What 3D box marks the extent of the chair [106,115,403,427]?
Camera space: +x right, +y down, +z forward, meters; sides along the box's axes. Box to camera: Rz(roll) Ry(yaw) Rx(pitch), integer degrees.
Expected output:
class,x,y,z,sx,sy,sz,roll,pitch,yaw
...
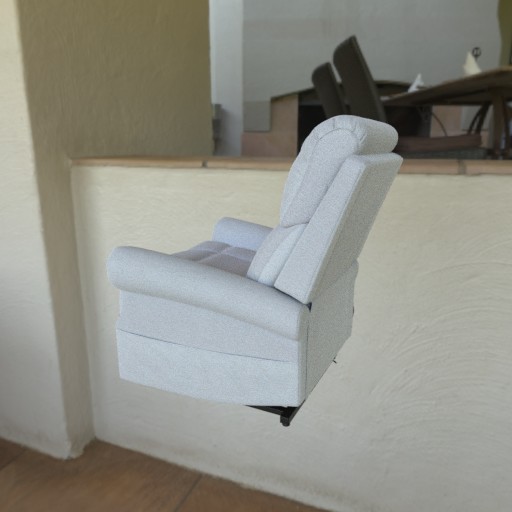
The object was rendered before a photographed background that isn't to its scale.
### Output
class,x,y,z,sx,sy,sz,roll,pitch,yaw
chair,0.000,0.000,1.770,0.979,1.031,0.871,7,16,25
